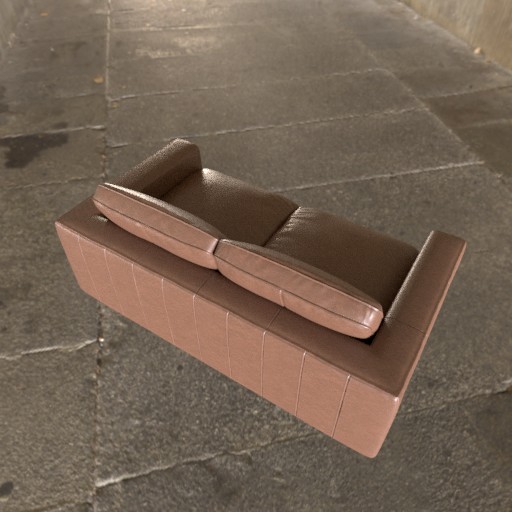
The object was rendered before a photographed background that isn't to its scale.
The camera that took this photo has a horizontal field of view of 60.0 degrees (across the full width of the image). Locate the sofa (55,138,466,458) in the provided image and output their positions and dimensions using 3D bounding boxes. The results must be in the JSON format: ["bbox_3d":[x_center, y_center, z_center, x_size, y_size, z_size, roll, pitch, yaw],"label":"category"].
[{"bbox_3d":[0.000,0.000,2.421,1.920,0.800,1.070,24,50,22],"label":"sofa"}]
